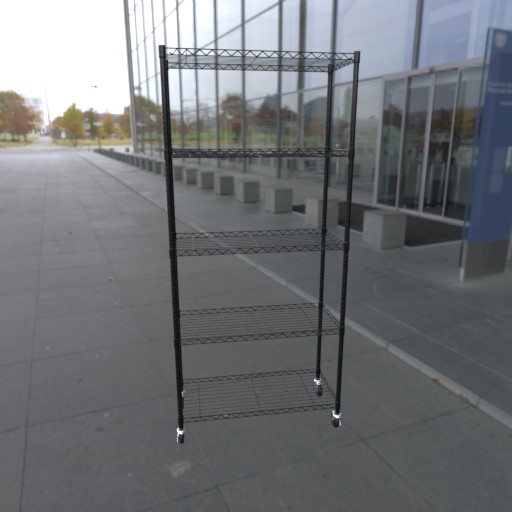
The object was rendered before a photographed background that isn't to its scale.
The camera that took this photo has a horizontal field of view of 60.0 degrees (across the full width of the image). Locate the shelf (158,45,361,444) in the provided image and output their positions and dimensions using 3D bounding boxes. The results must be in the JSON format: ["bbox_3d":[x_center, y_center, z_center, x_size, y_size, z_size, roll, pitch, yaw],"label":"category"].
[{"bbox_3d":[0.000,0.000,1.974,0.762,1.645,0.356,-2,15,-9],"label":"shelf"}]
